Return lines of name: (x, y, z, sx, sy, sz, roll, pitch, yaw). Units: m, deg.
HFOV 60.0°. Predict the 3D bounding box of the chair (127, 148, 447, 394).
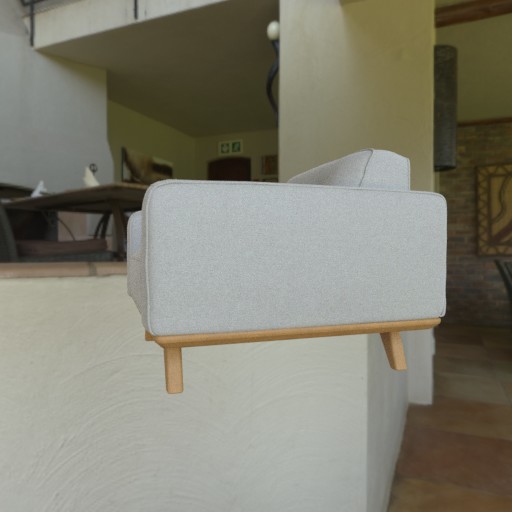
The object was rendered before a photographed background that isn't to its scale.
chair: (0.000, 0.000, 1.770, 0.953, 0.779, 1.115, 0, 1, -19)
